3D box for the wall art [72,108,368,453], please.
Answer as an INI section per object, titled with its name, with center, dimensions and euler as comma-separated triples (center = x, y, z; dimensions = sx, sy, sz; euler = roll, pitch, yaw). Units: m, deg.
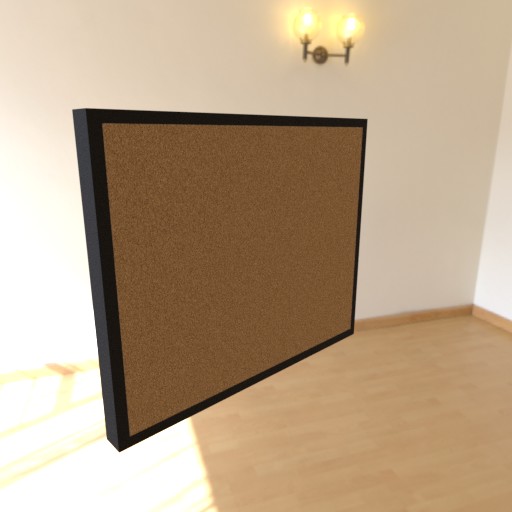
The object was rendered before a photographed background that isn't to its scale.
[wall art]
center = 0.000, 0.000, 0.537
dimensions = 0.397, 0.325, 0.028
euler = -14, 21, -41
